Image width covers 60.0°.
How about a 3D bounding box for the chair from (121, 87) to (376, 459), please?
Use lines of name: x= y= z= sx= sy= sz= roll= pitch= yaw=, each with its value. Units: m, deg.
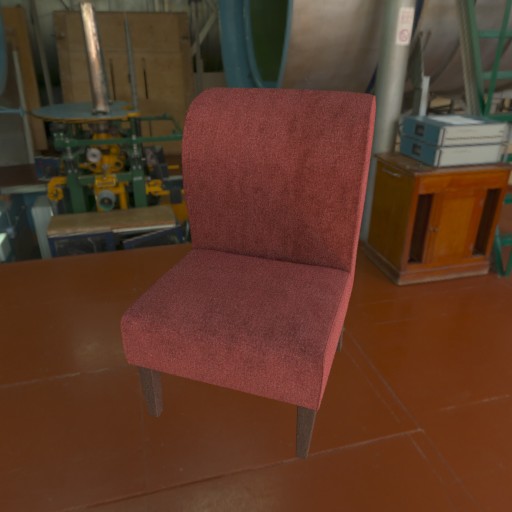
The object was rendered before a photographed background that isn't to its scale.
chair: x=0.000 y=0.000 z=1.271 sx=0.538 sy=0.846 sz=0.640 roll=9 pitch=28 yaw=17
